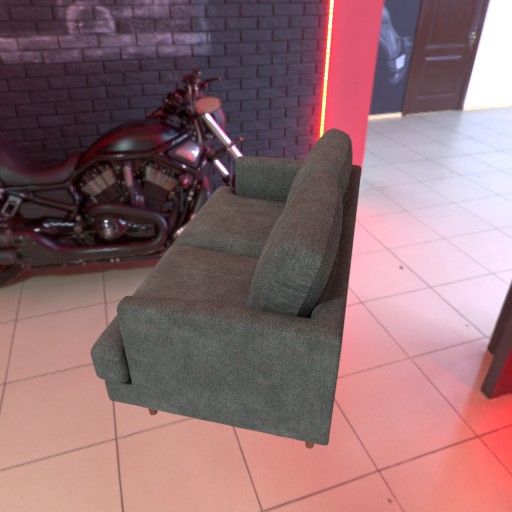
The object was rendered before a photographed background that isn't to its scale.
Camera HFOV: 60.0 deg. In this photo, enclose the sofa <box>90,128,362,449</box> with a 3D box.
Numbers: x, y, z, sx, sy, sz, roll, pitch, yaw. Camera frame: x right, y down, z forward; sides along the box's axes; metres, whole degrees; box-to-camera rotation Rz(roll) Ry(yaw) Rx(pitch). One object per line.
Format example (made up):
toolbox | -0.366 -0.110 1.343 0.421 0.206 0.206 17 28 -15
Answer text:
sofa | 0.000 0.000 2.162 0.903 0.956 1.582 7 33 12
